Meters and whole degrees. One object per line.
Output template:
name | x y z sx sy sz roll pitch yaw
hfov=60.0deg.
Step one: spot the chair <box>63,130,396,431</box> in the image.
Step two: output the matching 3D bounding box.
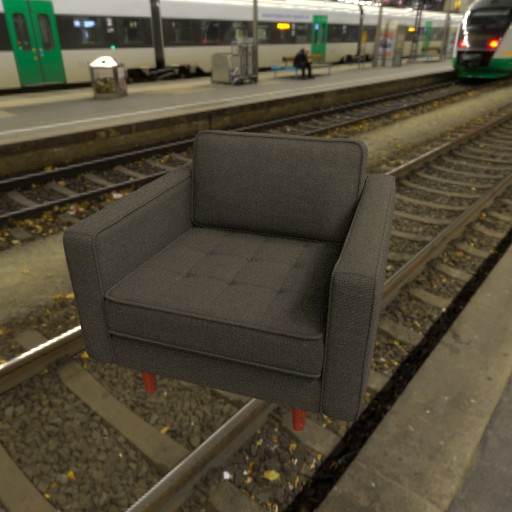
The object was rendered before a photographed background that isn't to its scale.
chair | 0.000 0.000 1.590 0.899 0.770 0.919 8 28 16
